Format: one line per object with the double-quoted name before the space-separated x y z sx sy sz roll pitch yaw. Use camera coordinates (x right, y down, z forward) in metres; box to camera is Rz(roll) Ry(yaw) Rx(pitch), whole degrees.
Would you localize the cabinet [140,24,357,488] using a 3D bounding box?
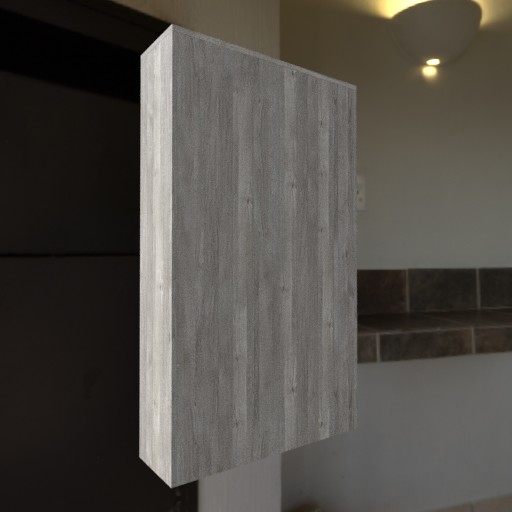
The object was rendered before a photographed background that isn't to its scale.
"cabinet" 0.000 0.000 1.541 0.750 1.280 0.250 0 -1 -36
